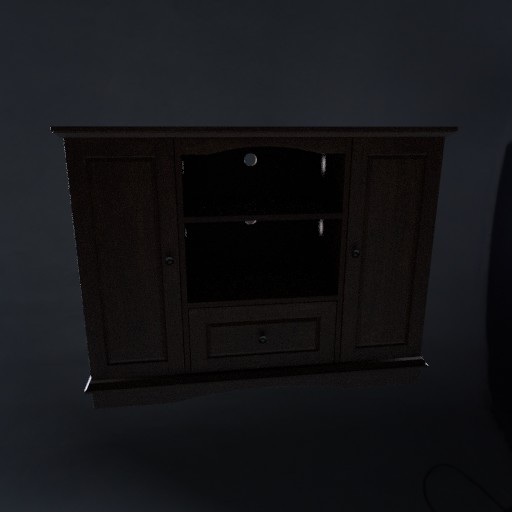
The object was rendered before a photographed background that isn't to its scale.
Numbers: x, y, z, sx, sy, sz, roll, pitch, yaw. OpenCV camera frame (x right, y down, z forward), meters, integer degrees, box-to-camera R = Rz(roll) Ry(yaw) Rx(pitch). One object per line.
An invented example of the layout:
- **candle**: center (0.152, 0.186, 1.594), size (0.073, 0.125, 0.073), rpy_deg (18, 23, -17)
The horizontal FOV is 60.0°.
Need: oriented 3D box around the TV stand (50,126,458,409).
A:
- **TV stand**: center (0.000, 0.000, 1.453), size (1.067, 0.813, 0.406), rpy_deg (-2, 16, -8)
